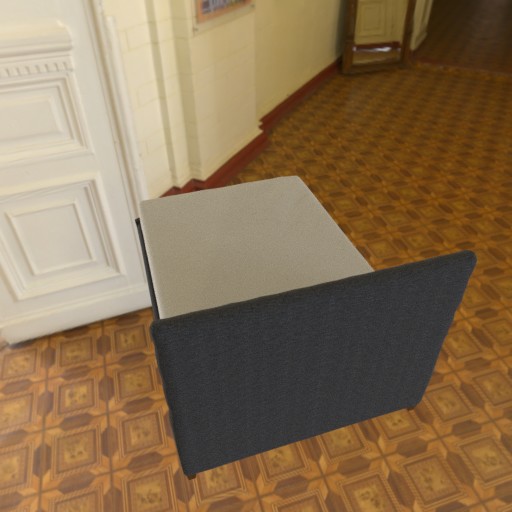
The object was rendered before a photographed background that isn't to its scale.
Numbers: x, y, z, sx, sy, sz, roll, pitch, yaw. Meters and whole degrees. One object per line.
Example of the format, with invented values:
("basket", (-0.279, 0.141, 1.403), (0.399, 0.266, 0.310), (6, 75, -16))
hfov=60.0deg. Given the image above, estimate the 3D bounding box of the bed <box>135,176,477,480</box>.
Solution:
("bed", (0.000, 0.000, 3.387), (1.698, 1.427, 2.387), (-12, 41, -13))
